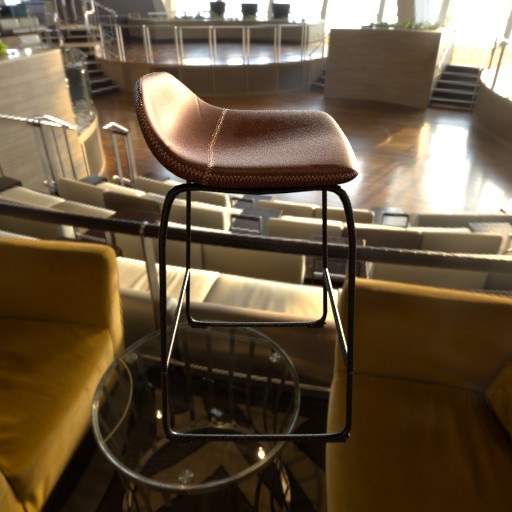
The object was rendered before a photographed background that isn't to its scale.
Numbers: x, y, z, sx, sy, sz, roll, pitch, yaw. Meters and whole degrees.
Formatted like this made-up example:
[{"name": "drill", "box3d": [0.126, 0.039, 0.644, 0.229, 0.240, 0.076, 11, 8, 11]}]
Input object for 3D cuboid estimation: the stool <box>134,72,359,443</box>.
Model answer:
[{"name": "stool", "box3d": [0.000, 0.000, 1.092, 0.473, 0.830, 0.454, 0, 32, 0]}]
